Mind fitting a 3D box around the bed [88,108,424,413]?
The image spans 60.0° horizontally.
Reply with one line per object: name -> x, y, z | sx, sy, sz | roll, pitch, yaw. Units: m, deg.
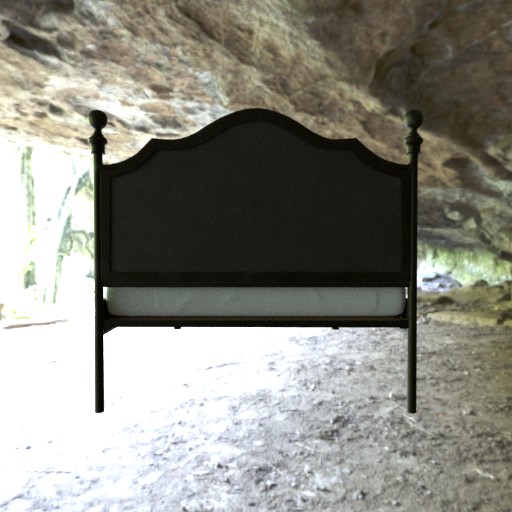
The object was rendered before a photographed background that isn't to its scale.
bed -> 0.000, 0.000, 3.255 | 1.642, 1.499, 2.224 | 0, 1, 0
